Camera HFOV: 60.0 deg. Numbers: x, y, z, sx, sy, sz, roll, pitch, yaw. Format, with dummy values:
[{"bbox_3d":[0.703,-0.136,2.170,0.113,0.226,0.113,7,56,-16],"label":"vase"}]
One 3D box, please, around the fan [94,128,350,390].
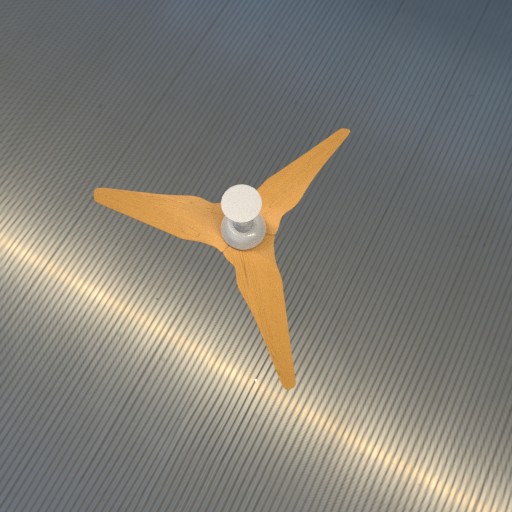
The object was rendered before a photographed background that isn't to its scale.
[{"bbox_3d":[0.000,0.000,1.691,1.142,0.355,1.010,-17,75,-5],"label":"fan"}]
